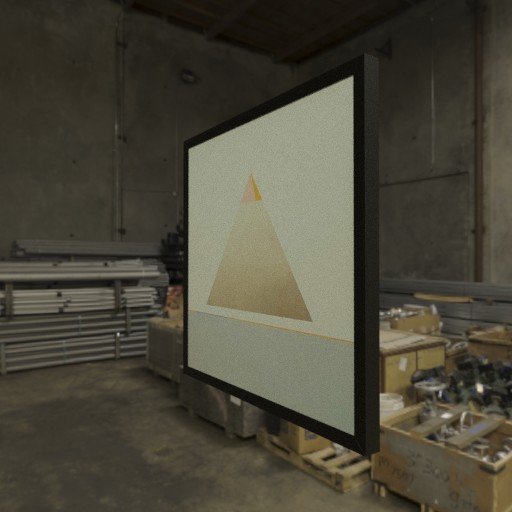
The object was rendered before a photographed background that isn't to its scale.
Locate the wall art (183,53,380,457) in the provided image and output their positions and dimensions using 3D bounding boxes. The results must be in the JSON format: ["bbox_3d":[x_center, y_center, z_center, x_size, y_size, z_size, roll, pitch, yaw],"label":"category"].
[{"bbox_3d":[0.000,0.000,1.165,0.042,0.766,0.769,0,-1,-36],"label":"wall art"}]
